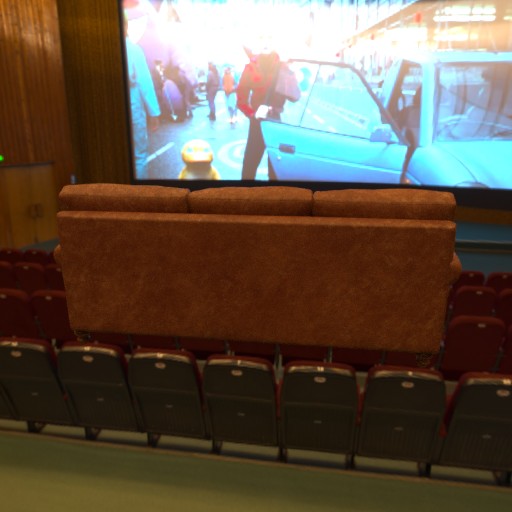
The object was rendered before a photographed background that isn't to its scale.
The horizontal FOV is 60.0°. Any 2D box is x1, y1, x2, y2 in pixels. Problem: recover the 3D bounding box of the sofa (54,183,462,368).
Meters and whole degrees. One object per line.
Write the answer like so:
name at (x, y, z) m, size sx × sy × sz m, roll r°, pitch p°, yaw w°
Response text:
sofa at (0.000, 0.000, 2.889) m, size 2.351 × 0.977 × 0.973 m, roll 2°, pitch 16°, yaw 8°
